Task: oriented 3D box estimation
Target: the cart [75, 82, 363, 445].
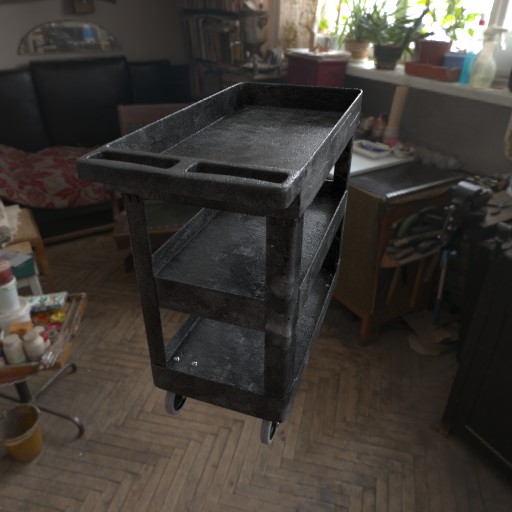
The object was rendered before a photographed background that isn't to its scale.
[{"bbox_3d":[0.000,0.000,1.326,0.420,0.824,0.877,11,33,17],"label":"cart"}]
